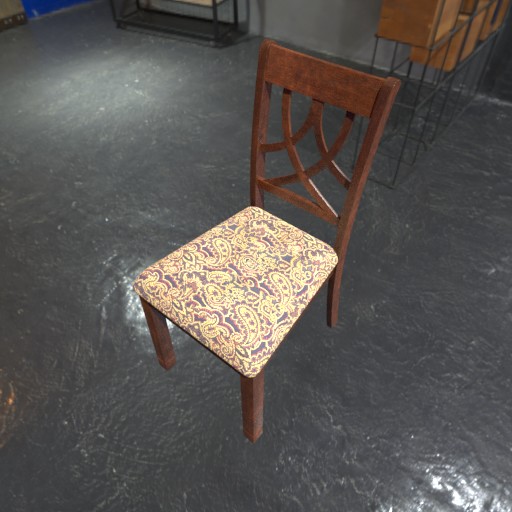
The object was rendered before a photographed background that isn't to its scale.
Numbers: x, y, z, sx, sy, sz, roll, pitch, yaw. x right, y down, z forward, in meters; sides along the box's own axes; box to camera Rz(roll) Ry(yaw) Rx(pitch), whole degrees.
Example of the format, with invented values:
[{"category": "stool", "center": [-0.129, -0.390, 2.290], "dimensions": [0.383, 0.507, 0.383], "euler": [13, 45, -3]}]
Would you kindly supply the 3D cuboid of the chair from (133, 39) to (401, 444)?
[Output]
[{"category": "chair", "center": [0.000, 0.000, 1.289], "dimensions": [0.457, 0.965, 0.584], "euler": [31, 53, 26]}]
